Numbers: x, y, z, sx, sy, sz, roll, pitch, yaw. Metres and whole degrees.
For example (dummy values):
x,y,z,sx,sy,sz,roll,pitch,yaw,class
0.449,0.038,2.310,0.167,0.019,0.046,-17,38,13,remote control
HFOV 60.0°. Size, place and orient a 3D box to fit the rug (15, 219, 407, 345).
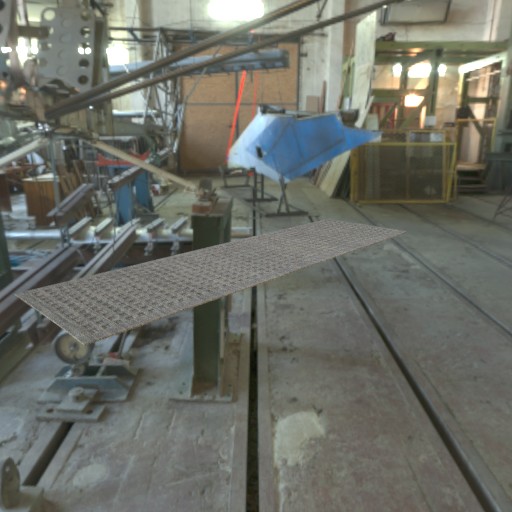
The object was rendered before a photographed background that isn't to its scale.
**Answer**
x,y,z,sx,sy,sz,roll,pitch,yaw,class
0.000,0.000,2.632,0.706,0.009,2.443,15,22,42,rug
